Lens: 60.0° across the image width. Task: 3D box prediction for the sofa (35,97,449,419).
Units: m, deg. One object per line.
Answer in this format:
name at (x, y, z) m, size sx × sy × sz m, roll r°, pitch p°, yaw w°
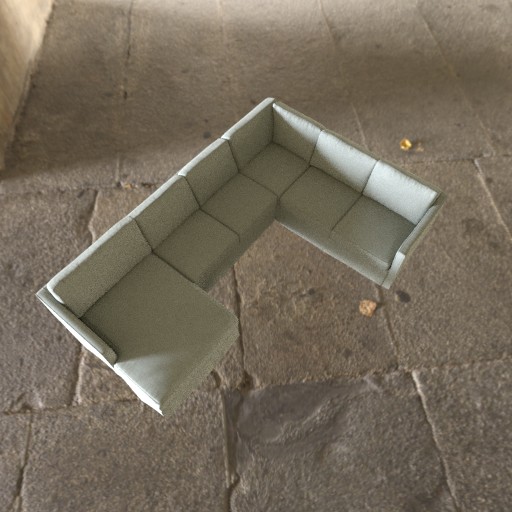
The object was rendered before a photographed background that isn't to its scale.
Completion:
sofa at (0.000, 0.000, 4.509) m, size 2.440 × 0.869 × 3.434 m, roll 34°, pitch 65°, yaw 19°
